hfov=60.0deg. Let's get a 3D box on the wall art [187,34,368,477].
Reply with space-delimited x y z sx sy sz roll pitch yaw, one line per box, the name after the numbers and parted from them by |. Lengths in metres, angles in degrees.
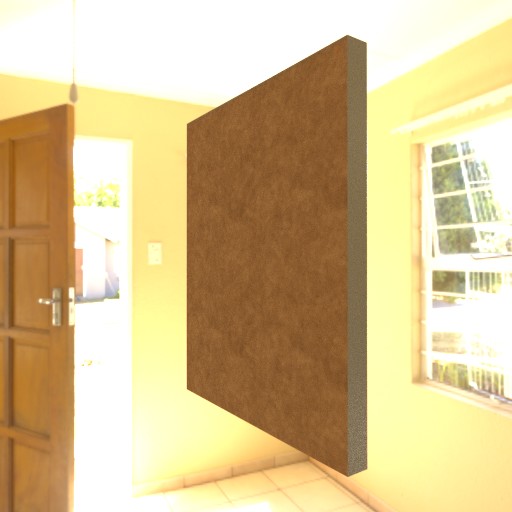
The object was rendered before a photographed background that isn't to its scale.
0.000 0.000 0.751 0.037 0.554 0.453 0 0 -35 | wall art
